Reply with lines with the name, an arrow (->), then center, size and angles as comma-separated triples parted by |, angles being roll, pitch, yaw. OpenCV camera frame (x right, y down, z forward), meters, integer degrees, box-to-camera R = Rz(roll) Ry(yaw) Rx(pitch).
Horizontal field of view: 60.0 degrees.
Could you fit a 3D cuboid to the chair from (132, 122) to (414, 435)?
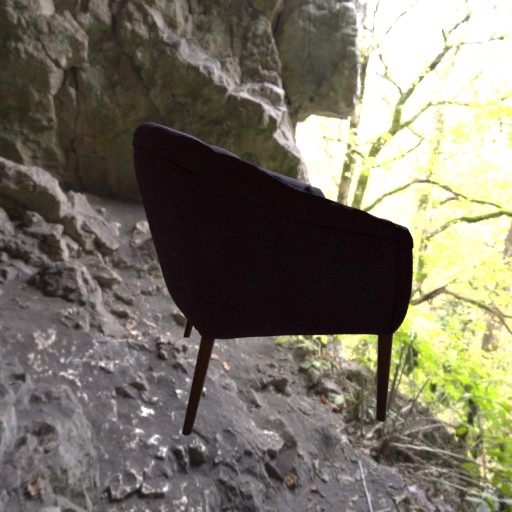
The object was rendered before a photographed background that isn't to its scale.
chair -> 0.000, 0.000, 1.532 | 0.776, 0.885, 0.851 | -2, 16, -8
